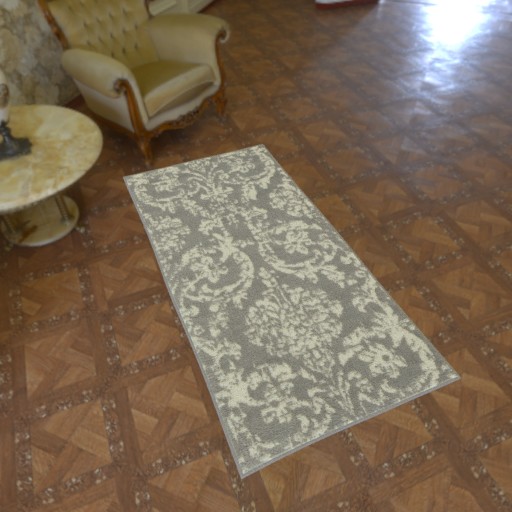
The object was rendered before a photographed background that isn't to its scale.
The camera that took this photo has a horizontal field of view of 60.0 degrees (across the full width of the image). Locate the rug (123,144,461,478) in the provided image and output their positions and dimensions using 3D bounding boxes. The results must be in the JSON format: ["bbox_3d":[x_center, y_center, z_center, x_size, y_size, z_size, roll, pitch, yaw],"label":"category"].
[{"bbox_3d":[0.000,0.000,1.433,0.604,0.007,1.219,-17,48,-16],"label":"rug"}]
